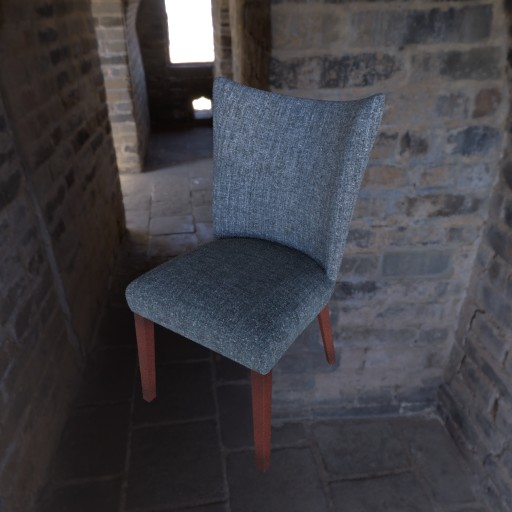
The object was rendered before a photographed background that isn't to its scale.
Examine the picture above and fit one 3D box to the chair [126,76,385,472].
[{"bbox_3d":[0.000,0.000,1.319,0.535,0.924,0.623,18,34,29],"label":"chair"}]
